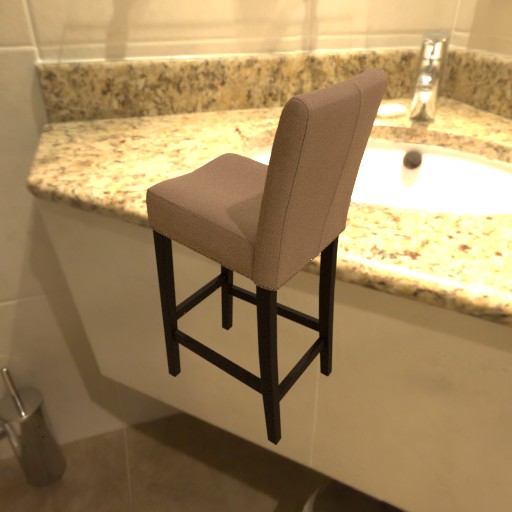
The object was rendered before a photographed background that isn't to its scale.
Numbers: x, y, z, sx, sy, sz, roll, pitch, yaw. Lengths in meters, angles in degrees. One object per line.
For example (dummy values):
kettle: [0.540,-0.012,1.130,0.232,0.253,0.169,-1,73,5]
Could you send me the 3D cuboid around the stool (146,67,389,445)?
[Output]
stool: [0.000,0.000,1.329,0.548,1.047,0.411,20,37,29]
